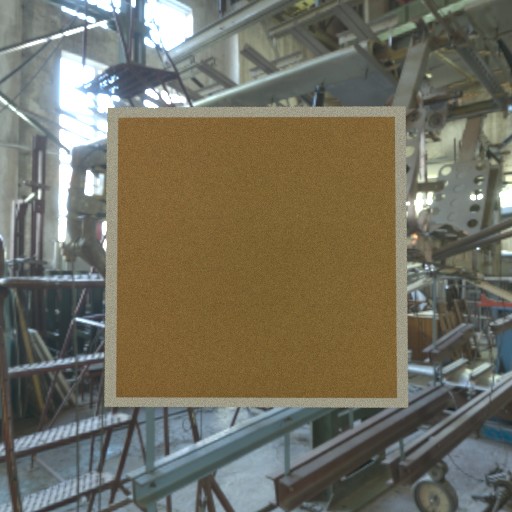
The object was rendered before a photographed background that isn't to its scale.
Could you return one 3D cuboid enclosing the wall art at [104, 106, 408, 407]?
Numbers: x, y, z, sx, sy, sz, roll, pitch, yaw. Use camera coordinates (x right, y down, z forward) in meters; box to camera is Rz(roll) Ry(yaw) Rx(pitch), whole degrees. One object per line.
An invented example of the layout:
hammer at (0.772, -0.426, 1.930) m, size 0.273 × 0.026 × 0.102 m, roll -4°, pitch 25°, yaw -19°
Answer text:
wall art at (0.000, 0.000, 0.766) m, size 0.508 × 0.507 × 0.035 m, roll 0°, pitch -2°, yaw 0°
